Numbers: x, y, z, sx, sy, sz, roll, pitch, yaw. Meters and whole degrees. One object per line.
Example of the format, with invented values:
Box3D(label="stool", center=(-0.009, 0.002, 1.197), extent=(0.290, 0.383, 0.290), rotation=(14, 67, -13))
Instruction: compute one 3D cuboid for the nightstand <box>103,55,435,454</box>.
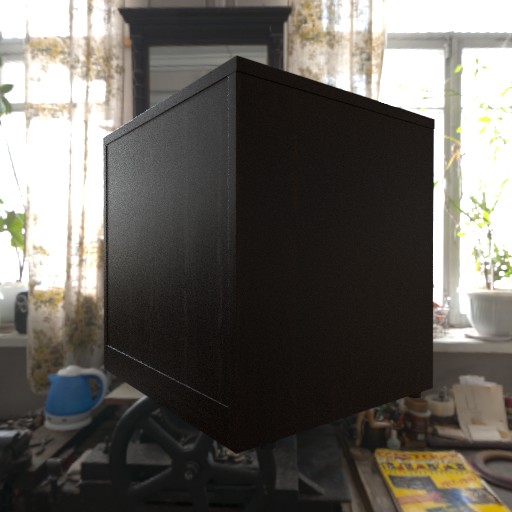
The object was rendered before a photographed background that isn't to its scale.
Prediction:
Box3D(label="nightstand", center=(0.000, 0.000, 0.855), extent=(0.427, 0.487, 0.489), rotation=(-1, 1, -37))
